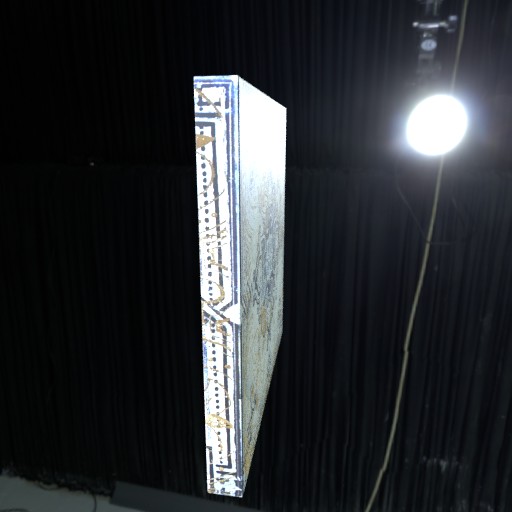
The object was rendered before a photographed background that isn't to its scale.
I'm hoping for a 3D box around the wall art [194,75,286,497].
[{"bbox_3d":[0.000,0.000,0.607,0.038,0.410,0.411,2,15,9],"label":"wall art"}]
